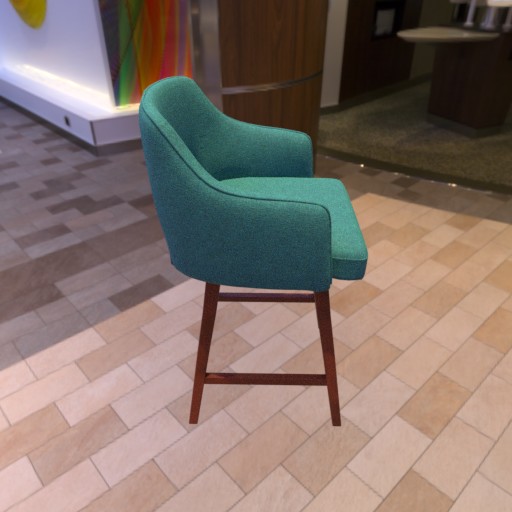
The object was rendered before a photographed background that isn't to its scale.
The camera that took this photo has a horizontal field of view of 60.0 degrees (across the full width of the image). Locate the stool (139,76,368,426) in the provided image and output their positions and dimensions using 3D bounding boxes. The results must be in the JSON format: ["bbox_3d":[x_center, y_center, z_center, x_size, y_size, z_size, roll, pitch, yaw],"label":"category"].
[{"bbox_3d":[0.000,0.000,1.326,0.556,0.961,0.548,1,33,1],"label":"stool"}]
